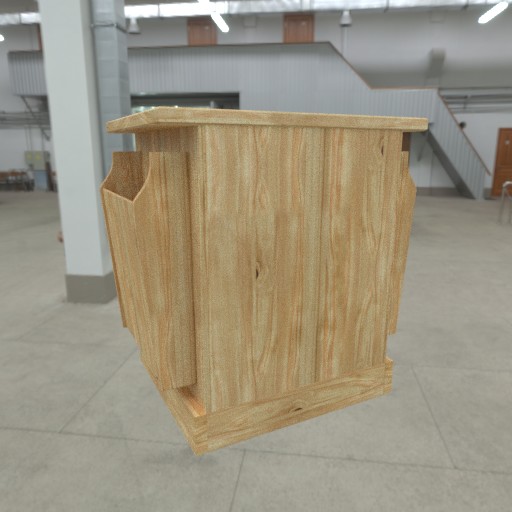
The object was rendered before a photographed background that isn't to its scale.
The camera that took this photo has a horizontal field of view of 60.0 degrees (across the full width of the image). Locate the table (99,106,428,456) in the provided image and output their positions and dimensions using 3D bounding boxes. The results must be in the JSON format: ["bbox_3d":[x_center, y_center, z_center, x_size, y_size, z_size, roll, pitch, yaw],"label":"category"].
[{"bbox_3d":[0.000,0.000,0.878,0.530,0.515,0.380,-7,15,-27],"label":"table"}]
